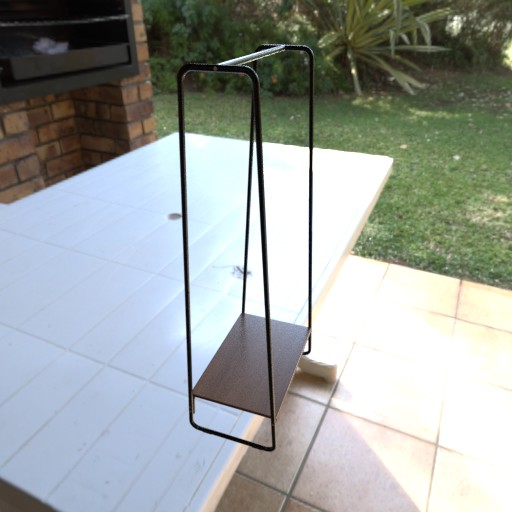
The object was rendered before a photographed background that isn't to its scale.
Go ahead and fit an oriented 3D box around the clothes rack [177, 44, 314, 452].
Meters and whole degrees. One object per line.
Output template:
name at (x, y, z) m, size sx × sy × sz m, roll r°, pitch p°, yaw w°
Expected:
clothes rack at (0.000, 0.000, 1.793) m, size 0.400 × 1.500 × 0.640 m, roll 10°, pitch 31°, yaw 17°
